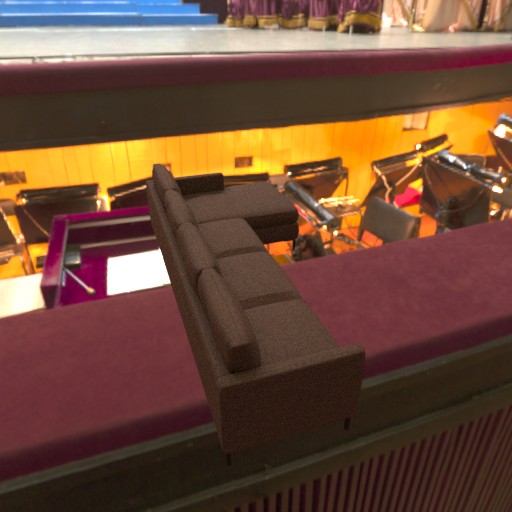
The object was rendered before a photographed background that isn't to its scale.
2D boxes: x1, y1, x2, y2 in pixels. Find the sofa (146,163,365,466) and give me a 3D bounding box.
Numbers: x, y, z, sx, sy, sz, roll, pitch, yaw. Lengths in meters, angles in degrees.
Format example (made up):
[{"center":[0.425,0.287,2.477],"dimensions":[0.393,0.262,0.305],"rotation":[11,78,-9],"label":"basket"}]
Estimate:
[{"center":[0.000,0.000,3.870],"dimensions":[1.483,0.892,3.221],"rotation":[-10,32,-16],"label":"sofa"}]
